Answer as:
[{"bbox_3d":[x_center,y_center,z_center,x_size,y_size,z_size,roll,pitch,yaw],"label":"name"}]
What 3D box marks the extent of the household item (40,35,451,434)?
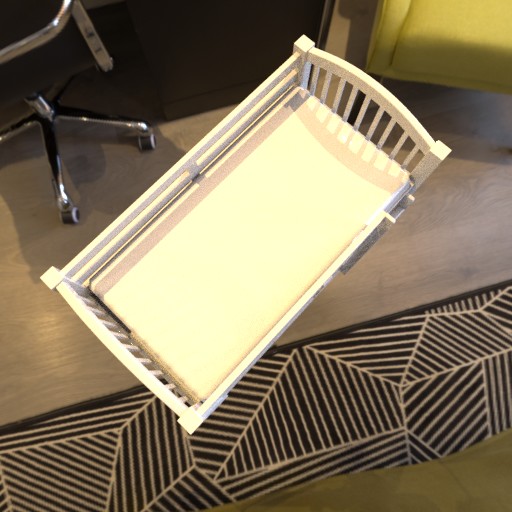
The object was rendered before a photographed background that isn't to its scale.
[{"bbox_3d":[0.000,0.000,3.256,1.143,2.032,2.032,42,80,10],"label":"household item"}]
